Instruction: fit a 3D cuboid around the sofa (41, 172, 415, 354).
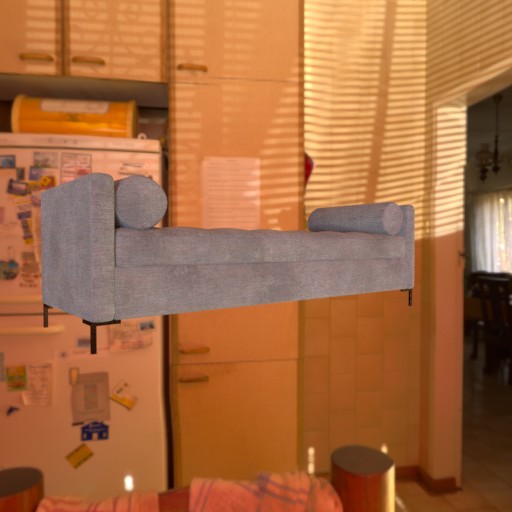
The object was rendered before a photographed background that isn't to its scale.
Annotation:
[{"bbox_3d":[0.000,0.000,2.382,1.981,0.635,0.686,-1,2,-39],"label":"sofa"}]
